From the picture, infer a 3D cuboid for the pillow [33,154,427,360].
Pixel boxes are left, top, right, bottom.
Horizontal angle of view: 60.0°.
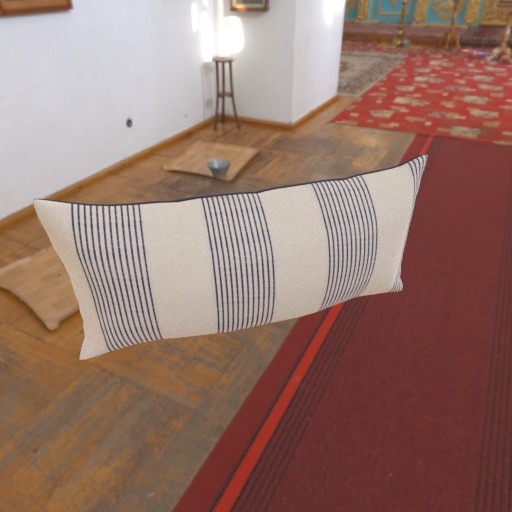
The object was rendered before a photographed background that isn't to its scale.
[{"bbox_3d":[0.000,0.000,0.730,0.610,0.287,0.151,-10,34,-15],"label":"pillow"}]
